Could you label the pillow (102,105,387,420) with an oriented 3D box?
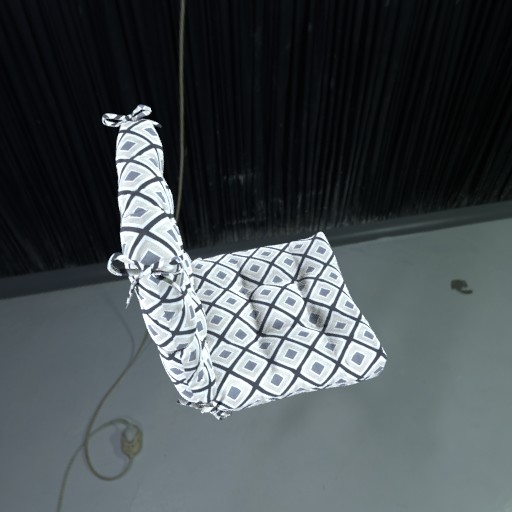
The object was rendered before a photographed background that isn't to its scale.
[{"bbox_3d":[0.000,0.000,1.050,0.571,0.605,0.519,-10,47,-10],"label":"pillow"}]
